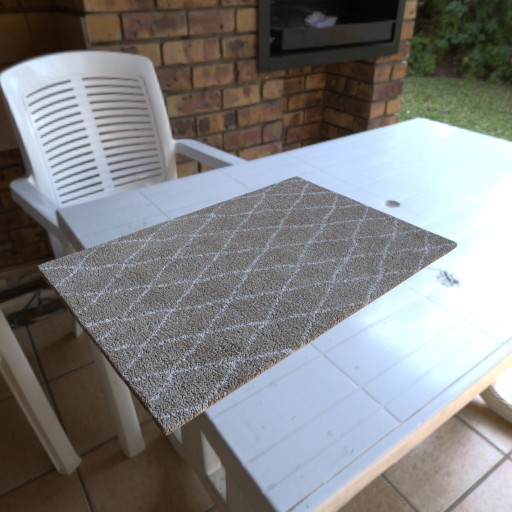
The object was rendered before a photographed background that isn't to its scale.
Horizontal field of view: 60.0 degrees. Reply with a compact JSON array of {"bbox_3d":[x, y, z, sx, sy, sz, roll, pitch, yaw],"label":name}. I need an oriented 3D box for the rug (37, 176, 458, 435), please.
[{"bbox_3d":[0.000,0.000,2.252,1.778,0.030,1.219,-24,40,-33],"label":"rug"}]
